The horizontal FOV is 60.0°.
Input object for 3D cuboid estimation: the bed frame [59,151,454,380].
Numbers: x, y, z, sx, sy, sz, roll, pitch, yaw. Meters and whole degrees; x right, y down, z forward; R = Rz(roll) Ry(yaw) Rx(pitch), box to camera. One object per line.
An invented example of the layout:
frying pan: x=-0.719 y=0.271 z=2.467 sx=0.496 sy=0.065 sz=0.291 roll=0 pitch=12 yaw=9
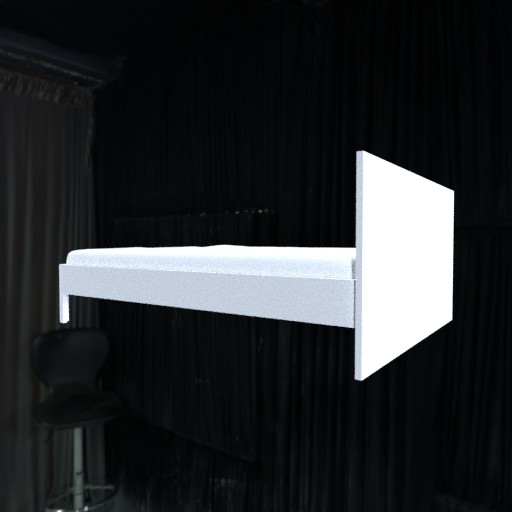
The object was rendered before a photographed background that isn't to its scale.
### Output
bed frame: x=0.000 y=0.000 z=2.711 sx=1.950 sy=0.800 sz=1.490 roll=1 pitch=2 yaw=35
